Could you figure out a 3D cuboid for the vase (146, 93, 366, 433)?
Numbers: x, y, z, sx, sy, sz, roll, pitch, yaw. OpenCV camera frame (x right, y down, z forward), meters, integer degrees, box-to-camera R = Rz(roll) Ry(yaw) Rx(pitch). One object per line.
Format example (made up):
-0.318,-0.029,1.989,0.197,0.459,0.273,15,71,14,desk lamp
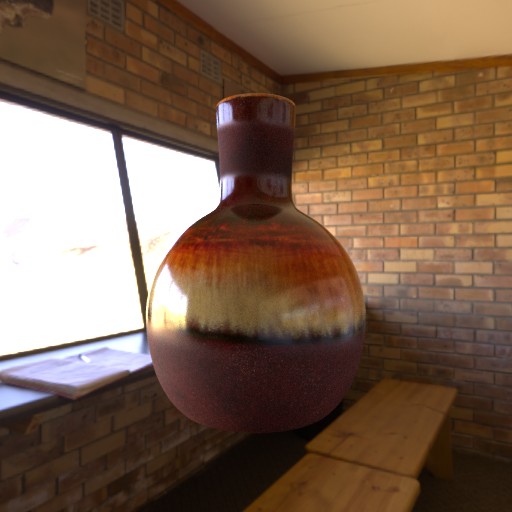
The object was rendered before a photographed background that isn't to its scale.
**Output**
0.000,0.000,0.230,0.111,0.154,0.111,0,1,0,vase
